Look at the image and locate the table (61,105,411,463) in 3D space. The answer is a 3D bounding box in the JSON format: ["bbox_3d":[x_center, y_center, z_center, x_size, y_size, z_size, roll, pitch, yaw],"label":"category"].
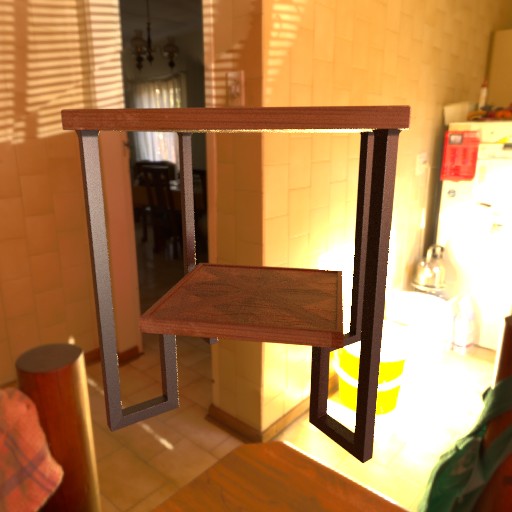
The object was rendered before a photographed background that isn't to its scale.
[{"bbox_3d":[0.000,0.000,0.930,0.503,0.563,0.503,3,15,10],"label":"table"}]
